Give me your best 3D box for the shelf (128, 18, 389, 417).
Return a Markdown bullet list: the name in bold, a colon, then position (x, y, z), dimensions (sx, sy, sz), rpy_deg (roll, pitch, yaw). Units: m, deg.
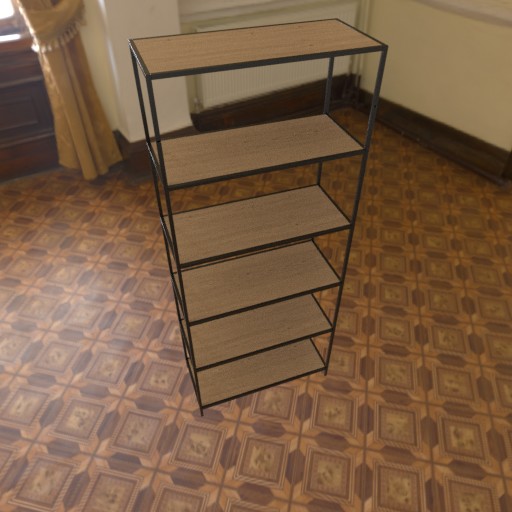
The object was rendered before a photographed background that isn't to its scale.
- **shelf**: position (0.000, 0.000, 2.048), dimensions (0.770, 1.850, 0.350), rpy_deg (-14, 44, -15)
